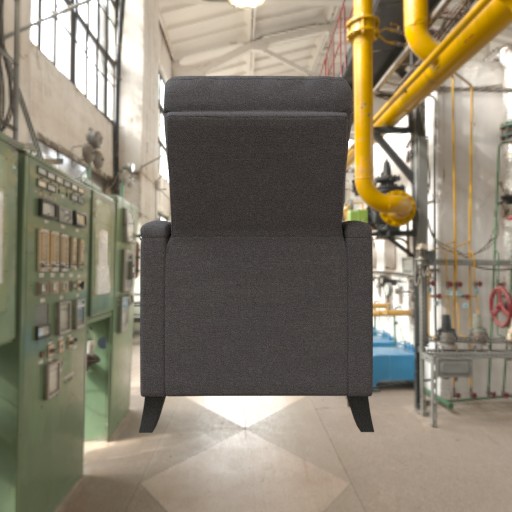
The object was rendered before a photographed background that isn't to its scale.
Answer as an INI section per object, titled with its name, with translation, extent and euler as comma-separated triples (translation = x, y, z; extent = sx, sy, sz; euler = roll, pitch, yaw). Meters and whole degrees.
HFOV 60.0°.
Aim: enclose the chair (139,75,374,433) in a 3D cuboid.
[chair]
translation = 0.000, 0.000, 1.638
extent = 0.710, 1.049, 0.922
euler = 0, -1, 0
